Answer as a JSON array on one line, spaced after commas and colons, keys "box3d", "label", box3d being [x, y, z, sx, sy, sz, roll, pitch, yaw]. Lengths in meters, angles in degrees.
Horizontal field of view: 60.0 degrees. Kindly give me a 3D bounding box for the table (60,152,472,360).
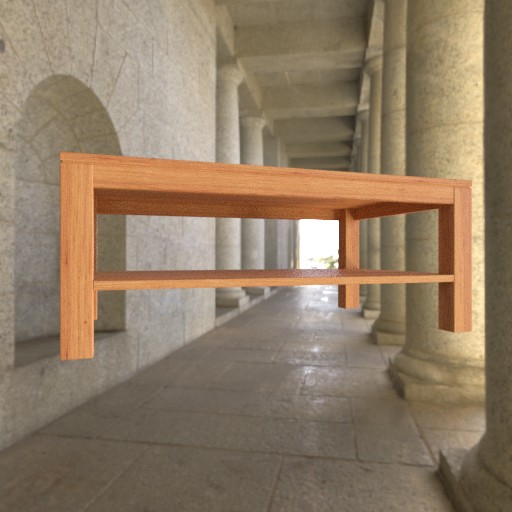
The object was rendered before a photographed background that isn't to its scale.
[{"box3d": [0.000, 0.000, 1.484, 1.146, 0.457, 0.695, 0, 0, -19], "label": "table"}]
